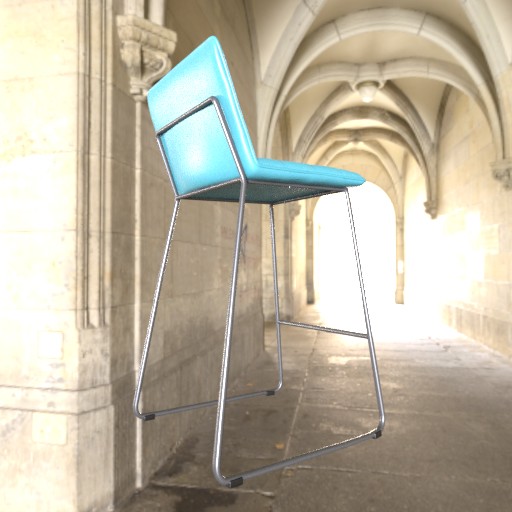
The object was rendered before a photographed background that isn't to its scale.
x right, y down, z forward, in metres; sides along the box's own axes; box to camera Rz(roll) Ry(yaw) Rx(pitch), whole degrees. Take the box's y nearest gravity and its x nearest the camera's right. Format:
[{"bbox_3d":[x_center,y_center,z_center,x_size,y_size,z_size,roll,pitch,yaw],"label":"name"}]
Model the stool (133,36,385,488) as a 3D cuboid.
[{"bbox_3d":[0.000,0.000,1.218,0.524,0.936,0.489,1,-2,-35],"label":"stool"}]
